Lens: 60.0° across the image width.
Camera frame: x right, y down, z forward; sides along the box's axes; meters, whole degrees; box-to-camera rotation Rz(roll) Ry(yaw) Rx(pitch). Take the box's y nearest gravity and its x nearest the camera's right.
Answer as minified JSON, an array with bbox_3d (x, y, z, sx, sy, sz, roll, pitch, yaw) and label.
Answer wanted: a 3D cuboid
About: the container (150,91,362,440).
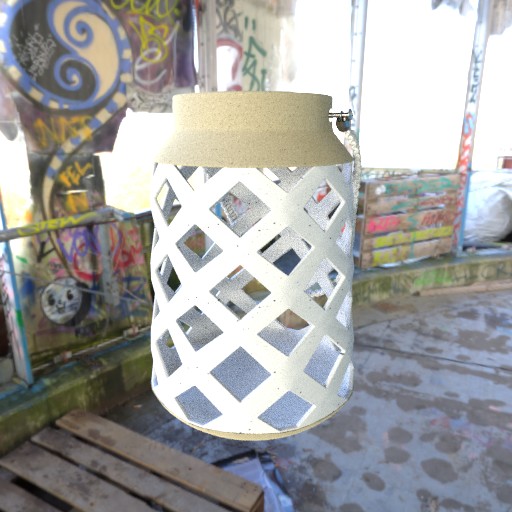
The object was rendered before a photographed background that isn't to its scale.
[{"bbox_3d":[0.000,0.000,0.391,0.188,0.264,0.198,9,18,27],"label":"container"}]
